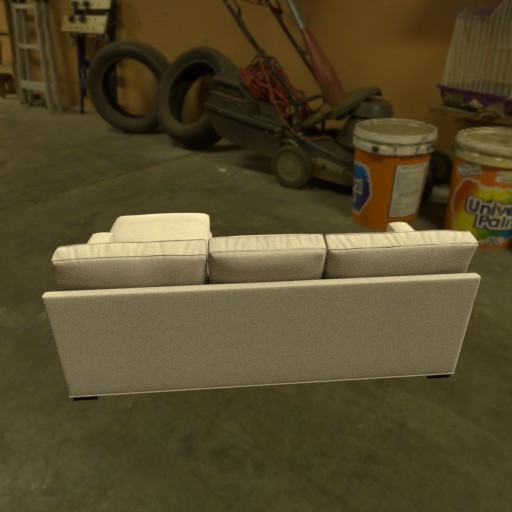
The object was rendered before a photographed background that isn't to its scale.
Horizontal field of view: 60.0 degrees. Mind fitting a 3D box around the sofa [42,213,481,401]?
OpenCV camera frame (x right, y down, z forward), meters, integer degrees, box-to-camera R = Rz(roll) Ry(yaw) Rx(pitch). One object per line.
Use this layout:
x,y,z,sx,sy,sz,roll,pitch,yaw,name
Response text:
0.000,0.000,2.842,2.087,0.861,1.496,-2,29,-4,sofa
